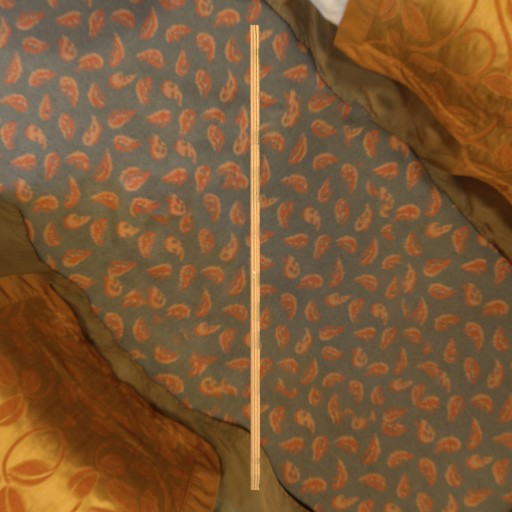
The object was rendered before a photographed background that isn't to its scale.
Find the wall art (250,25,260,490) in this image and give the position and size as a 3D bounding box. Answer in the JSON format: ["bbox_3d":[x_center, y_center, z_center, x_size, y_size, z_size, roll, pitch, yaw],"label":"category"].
[{"bbox_3d":[0.000,0.000,0.688,0.010,0.408,0.508,0,91,0],"label":"wall art"}]
